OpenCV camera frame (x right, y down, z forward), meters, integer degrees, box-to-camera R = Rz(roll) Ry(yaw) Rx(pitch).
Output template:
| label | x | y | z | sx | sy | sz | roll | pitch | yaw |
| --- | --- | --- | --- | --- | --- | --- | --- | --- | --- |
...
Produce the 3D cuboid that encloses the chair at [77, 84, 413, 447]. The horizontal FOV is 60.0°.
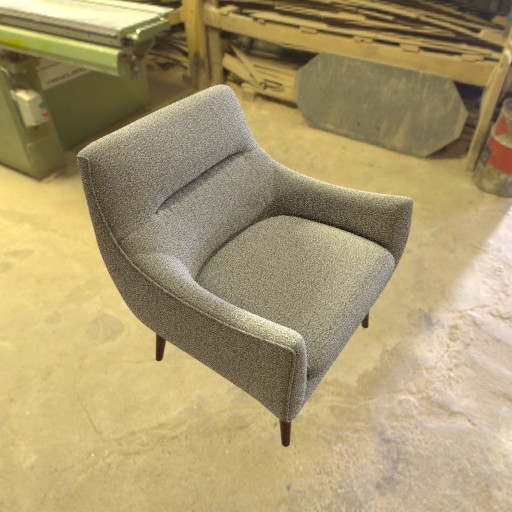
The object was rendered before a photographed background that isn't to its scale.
| label | x | y | z | sx | sy | sz | roll | pitch | yaw |
| --- | --- | --- | --- | --- | --- | --- | --- | --- | --- |
| chair | 0.000 | 0.000 | 1.462 | 0.787 | 0.838 | 0.762 | 25 | 47 | 26 |
